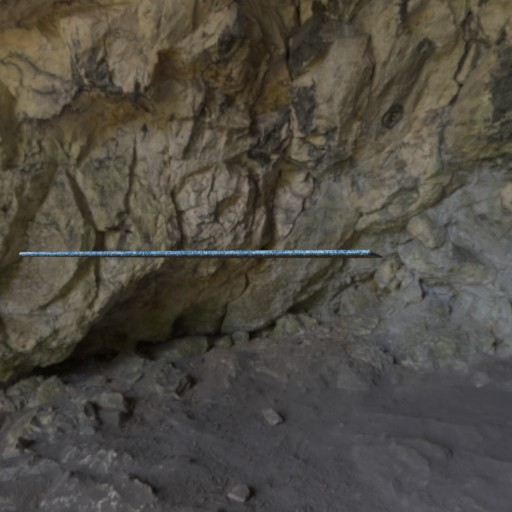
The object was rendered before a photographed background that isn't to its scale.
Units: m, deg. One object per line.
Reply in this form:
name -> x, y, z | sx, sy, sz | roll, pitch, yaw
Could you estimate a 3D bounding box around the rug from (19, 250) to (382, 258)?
rug -> 0.000, 0.000, 2.281 | 1.219, 0.016, 1.829 | 0, -1, 17
